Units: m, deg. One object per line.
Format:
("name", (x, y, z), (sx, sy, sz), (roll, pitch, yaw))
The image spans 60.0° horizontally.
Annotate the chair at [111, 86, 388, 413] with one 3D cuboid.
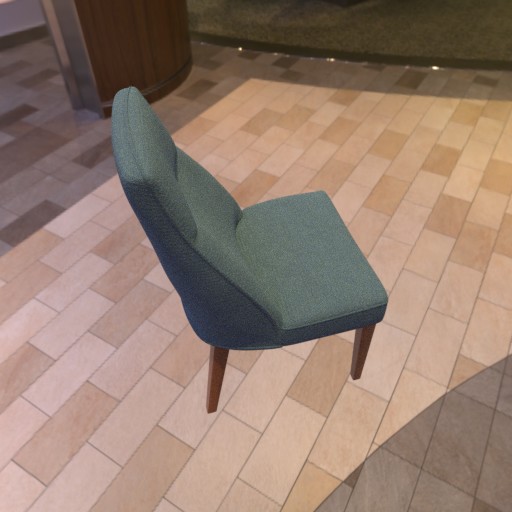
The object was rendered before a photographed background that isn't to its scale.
("chair", (0.000, 0.000, 1.280), (0.620, 0.930, 0.500), (-11, 47, -10))
